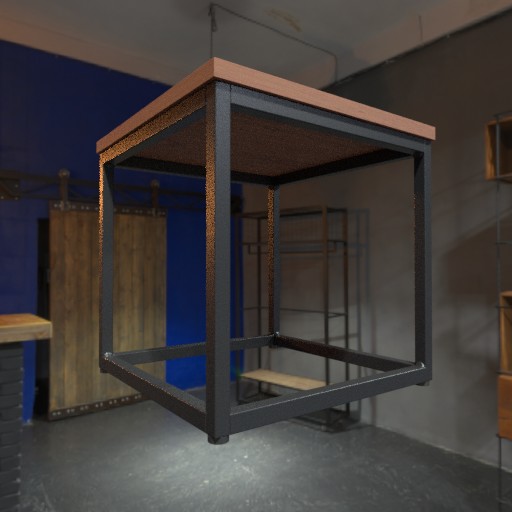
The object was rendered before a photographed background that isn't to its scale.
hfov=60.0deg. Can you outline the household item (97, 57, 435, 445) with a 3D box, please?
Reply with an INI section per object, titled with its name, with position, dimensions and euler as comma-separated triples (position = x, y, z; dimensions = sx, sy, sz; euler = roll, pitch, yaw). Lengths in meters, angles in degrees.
[household item]
position = 0.000, 0.000, 0.731
dimensions = 0.400, 0.400, 0.400
euler = 1, -1, -36
